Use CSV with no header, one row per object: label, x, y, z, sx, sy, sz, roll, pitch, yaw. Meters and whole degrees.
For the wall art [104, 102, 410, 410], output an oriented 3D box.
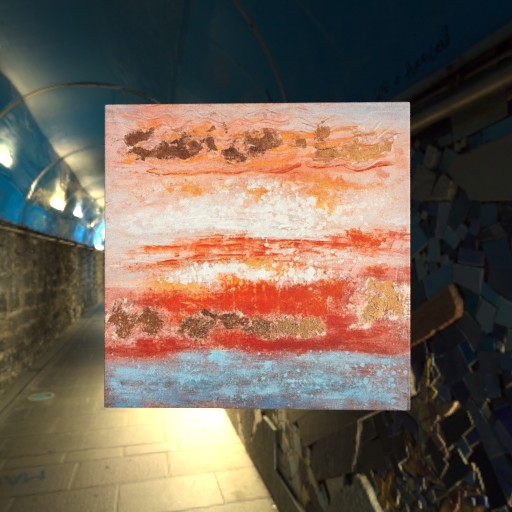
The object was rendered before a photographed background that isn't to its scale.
wall art,0.000,0.000,1.097,0.747,0.747,0.035,0,0,1
